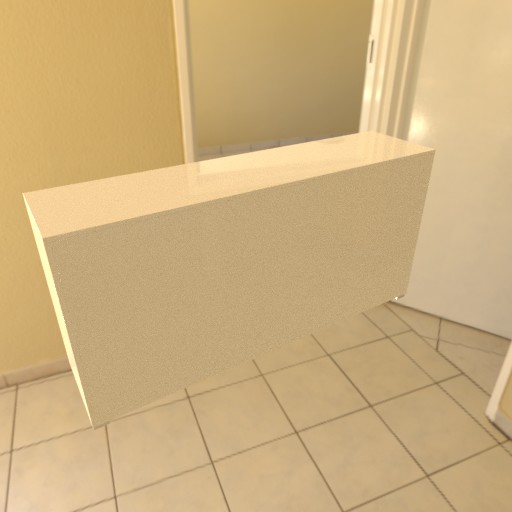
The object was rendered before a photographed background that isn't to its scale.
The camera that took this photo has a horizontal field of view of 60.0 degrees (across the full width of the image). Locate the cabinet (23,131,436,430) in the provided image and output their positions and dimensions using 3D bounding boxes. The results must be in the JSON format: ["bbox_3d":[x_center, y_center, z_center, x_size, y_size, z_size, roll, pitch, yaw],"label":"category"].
[{"bbox_3d":[0.000,0.000,1.959,1.650,0.800,0.400,-17,34,-27],"label":"cabinet"}]
